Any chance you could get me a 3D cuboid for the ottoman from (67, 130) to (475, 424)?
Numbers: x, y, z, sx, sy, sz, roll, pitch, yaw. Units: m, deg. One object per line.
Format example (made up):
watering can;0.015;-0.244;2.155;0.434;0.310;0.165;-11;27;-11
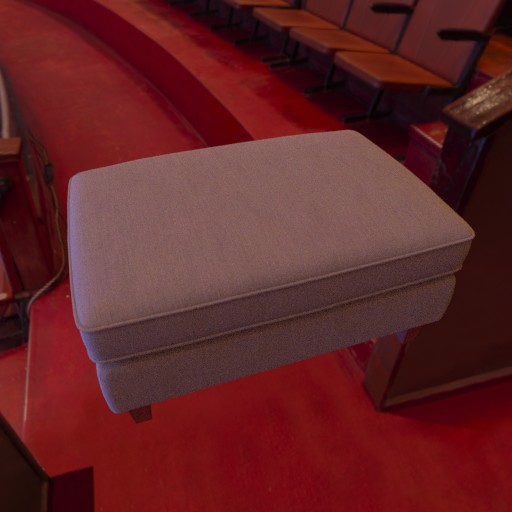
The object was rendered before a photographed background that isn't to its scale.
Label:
ottoman;0.000;0.000;1.281;0.941;0.480;0.636;-13;42;-14
